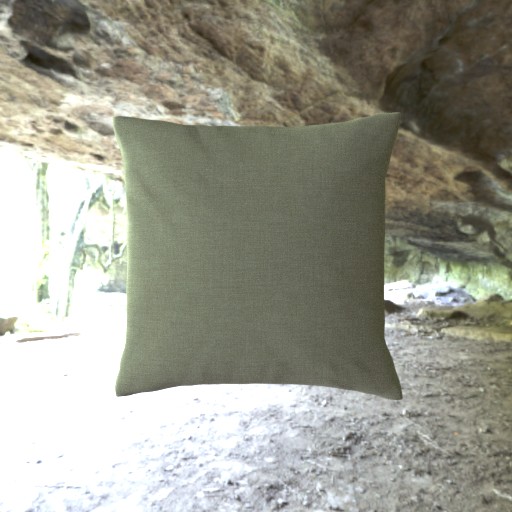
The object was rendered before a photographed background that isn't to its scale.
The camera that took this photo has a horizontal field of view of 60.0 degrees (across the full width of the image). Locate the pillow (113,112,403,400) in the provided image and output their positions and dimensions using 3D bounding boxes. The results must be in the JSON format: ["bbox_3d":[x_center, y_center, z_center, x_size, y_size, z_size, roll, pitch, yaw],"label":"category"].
[{"bbox_3d":[0.000,0.000,0.789,0.517,0.508,0.158,0,0,2],"label":"pillow"}]
